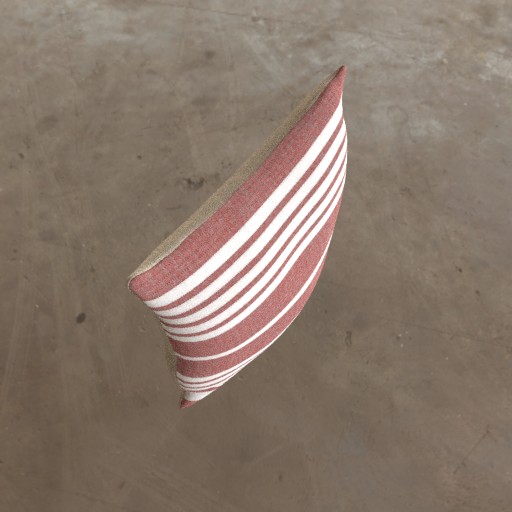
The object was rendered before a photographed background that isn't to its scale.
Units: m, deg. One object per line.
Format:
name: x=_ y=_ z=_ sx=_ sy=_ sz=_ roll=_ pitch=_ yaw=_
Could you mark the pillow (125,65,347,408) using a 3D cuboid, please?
pillow: x=0.000 y=0.000 z=0.684 sx=0.182 sy=0.427 sz=0.439 roll=30 pitch=62 yaw=18
